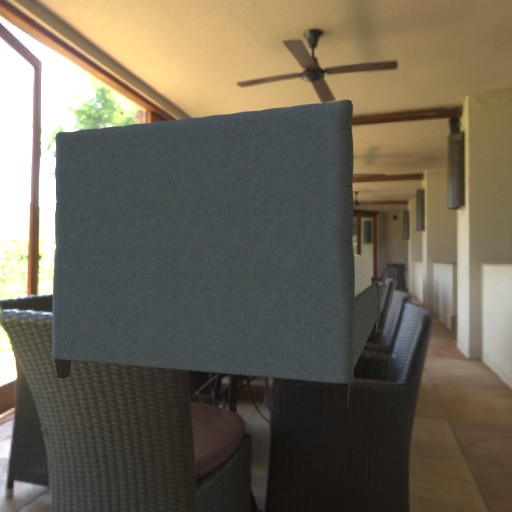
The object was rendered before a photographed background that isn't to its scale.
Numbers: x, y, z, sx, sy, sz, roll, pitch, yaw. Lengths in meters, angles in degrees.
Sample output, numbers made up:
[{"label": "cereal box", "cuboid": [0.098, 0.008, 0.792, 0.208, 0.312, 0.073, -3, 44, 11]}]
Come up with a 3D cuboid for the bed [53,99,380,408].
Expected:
[{"label": "bed", "cuboid": [0.000, 0.000, 3.360, 1.698, 1.411, 2.335, 0, -1, 18]}]
